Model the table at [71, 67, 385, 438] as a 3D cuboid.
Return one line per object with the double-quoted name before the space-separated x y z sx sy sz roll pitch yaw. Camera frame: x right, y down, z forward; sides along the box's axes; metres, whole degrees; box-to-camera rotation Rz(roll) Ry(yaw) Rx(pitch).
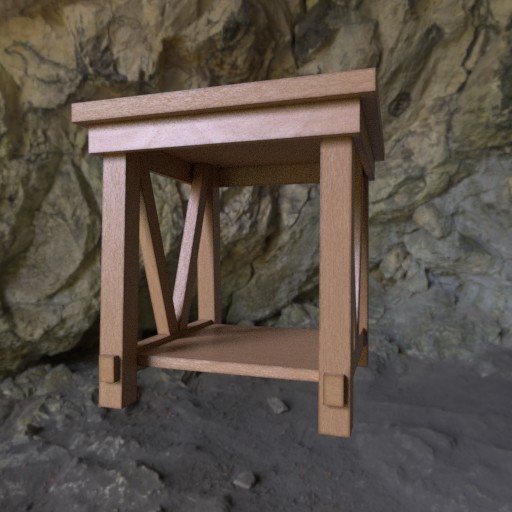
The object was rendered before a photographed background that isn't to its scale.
"table" 0.000 0.000 1.124 0.610 0.638 0.612 0 1 18
